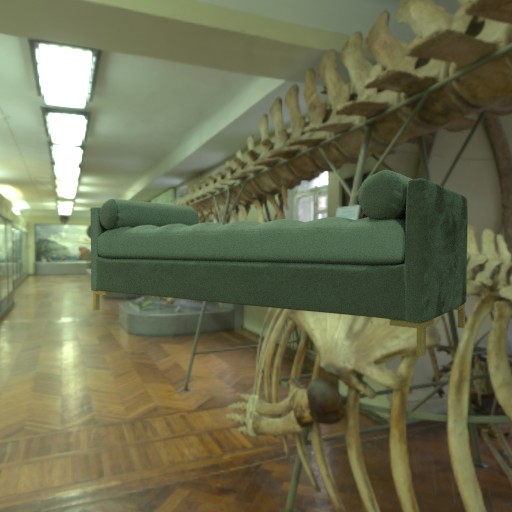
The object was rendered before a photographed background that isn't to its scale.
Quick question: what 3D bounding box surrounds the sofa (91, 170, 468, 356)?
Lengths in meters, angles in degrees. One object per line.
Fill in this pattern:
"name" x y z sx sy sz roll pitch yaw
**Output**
"sofa" 0.000 0.000 2.530 2.102 0.705 0.796 1 1 36
